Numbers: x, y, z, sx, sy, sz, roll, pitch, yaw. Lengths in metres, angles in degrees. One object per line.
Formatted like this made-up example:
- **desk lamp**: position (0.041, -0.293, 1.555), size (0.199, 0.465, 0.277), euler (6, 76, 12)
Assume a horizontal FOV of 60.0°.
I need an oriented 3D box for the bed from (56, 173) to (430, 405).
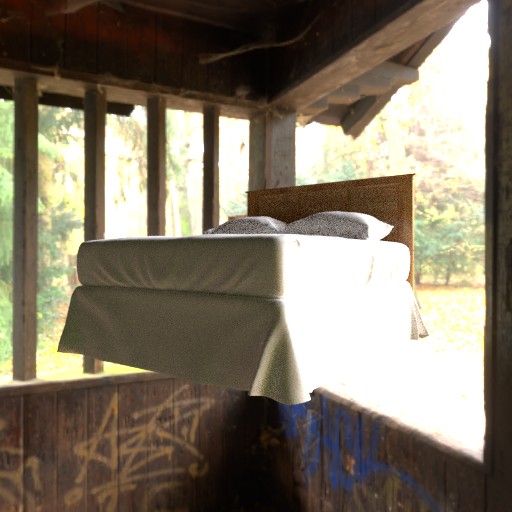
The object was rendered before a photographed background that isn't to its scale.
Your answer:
- **bed**: position (0.000, 0.000, 3.124), size (1.870, 1.273, 2.035), euler (0, 0, 36)
